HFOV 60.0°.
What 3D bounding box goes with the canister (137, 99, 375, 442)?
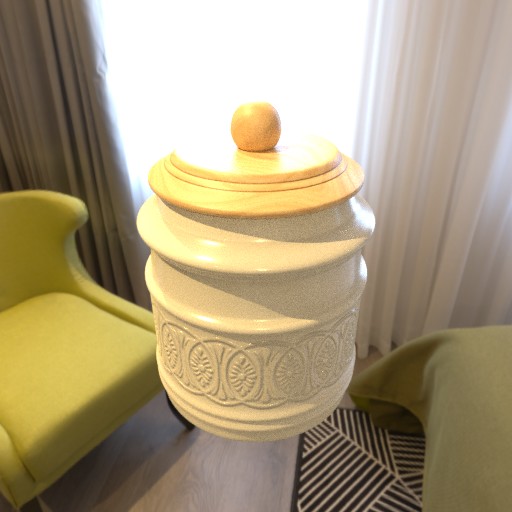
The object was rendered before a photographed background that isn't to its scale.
[{"bbox_3d":[0.000,0.000,0.262,0.130,0.176,0.130,0,30,0],"label":"canister"}]
